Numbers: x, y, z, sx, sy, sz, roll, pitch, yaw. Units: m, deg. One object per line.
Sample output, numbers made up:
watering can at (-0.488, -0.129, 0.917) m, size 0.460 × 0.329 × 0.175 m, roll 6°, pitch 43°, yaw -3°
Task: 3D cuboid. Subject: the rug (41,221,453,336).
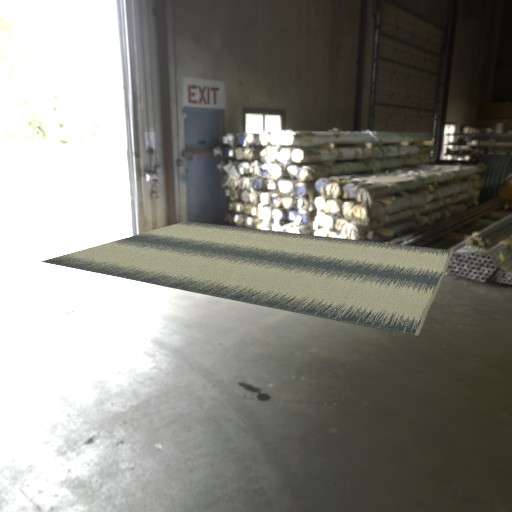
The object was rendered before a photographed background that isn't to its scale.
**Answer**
rug at (0.000, 0.000, 2.369) m, size 1.854 × 0.006 × 1.234 m, roll 8°, pitch 17°, yaw 27°
